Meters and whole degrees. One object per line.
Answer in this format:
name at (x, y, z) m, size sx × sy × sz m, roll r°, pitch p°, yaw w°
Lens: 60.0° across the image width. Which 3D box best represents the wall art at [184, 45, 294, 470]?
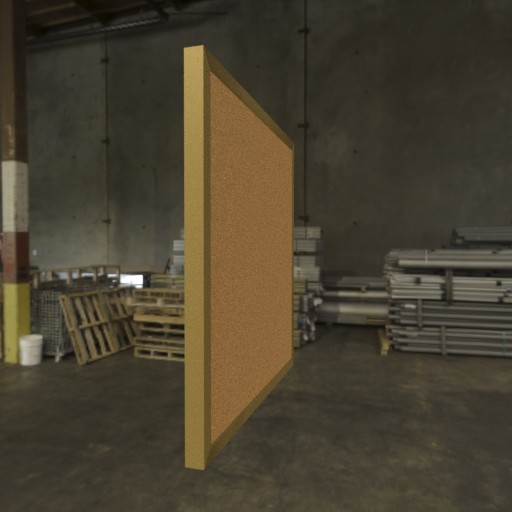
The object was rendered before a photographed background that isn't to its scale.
wall art at (0.000, 0.000, 1.164) m, size 0.038 × 0.762 × 0.762 m, roll 0°, pitch 1°, yaw 17°
